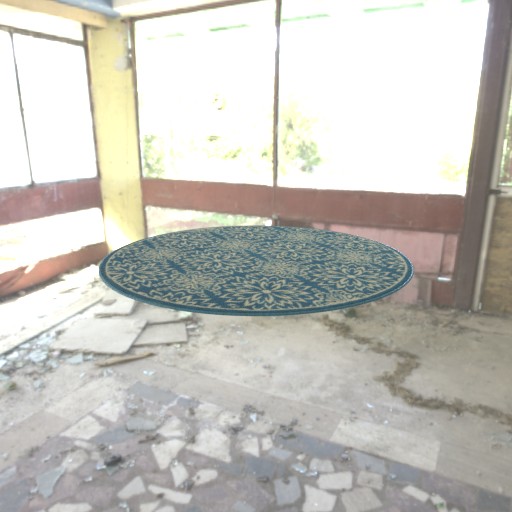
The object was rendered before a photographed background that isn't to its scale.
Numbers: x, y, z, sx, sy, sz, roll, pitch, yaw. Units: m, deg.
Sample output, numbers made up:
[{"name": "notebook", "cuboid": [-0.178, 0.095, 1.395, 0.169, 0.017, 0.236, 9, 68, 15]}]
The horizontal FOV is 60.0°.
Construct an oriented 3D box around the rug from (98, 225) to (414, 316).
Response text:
[{"name": "rug", "cuboid": [0.000, 0.000, 2.363, 1.593, 0.012, 1.593, 0, 16, 0]}]
